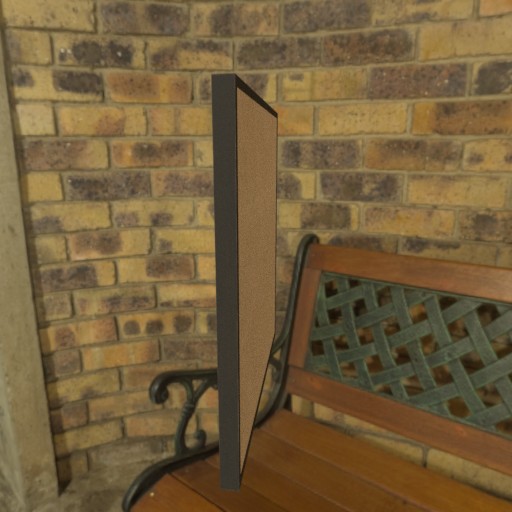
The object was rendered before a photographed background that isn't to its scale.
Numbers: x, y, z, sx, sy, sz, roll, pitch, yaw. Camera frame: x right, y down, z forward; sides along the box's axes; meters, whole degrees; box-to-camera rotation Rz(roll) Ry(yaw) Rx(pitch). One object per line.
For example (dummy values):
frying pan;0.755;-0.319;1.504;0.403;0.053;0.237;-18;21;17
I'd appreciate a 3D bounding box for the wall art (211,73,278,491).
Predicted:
wall art;0.000;0.000;1.144;0.038;0.762;0.762;2;13;8
